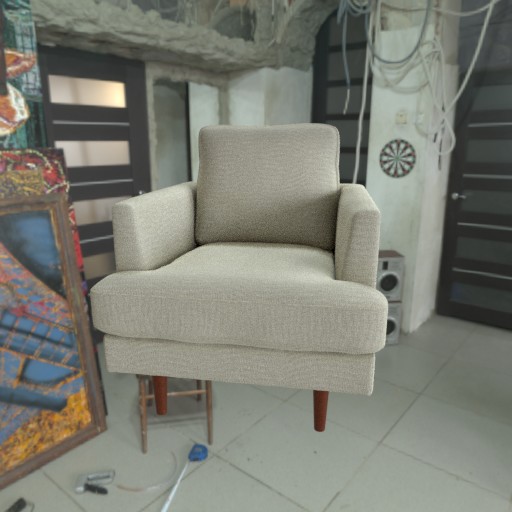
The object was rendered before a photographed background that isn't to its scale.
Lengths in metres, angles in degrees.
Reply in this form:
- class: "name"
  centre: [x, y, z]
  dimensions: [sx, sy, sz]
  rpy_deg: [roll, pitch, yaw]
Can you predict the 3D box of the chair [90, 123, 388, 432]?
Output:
- class: "chair"
  centre: [0.000, 0.000, 1.635]
  dimensions: [0.858, 0.957, 0.899]
  rpy_deg: [2, 15, 9]
